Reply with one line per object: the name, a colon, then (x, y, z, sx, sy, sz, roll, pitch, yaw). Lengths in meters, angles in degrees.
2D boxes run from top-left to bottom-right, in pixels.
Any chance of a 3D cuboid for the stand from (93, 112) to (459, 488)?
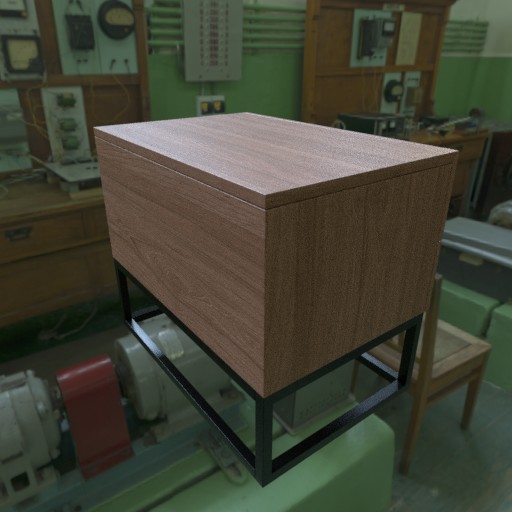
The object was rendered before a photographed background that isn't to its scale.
stand: (0.000, 0.000, 0.949, 0.420, 0.500, 0.600, -18, 30, -33)
